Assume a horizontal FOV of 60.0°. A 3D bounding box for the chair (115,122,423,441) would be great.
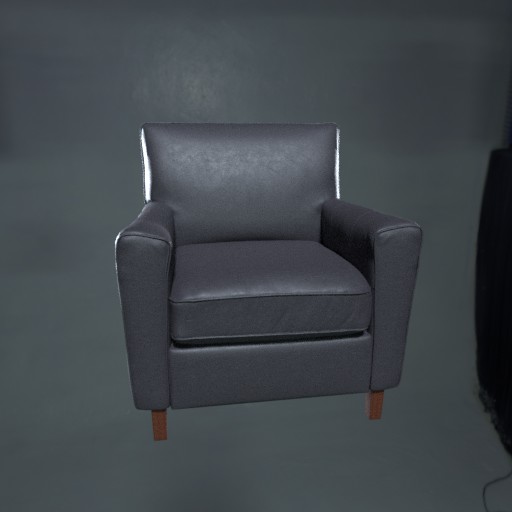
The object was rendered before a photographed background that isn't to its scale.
[{"bbox_3d":[0.000,0.000,1.607,0.870,0.943,0.825,-2,16,-8],"label":"chair"}]
